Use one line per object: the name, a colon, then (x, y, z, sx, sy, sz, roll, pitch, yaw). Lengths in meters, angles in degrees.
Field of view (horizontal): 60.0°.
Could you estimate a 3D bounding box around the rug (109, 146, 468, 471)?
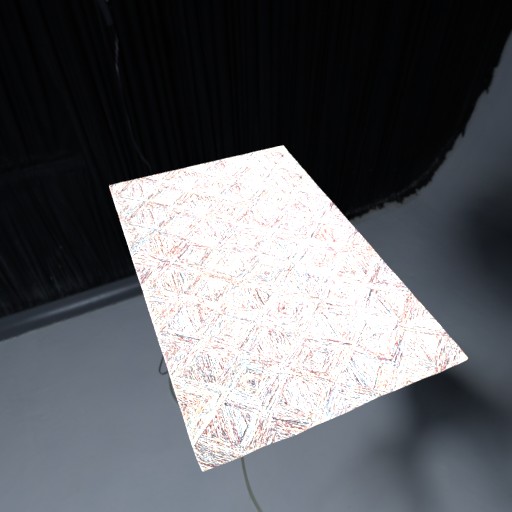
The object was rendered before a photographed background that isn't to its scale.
rug: (0.000, 0.000, 2.210, 1.143, 0.014, 1.761, -17, 47, -16)
